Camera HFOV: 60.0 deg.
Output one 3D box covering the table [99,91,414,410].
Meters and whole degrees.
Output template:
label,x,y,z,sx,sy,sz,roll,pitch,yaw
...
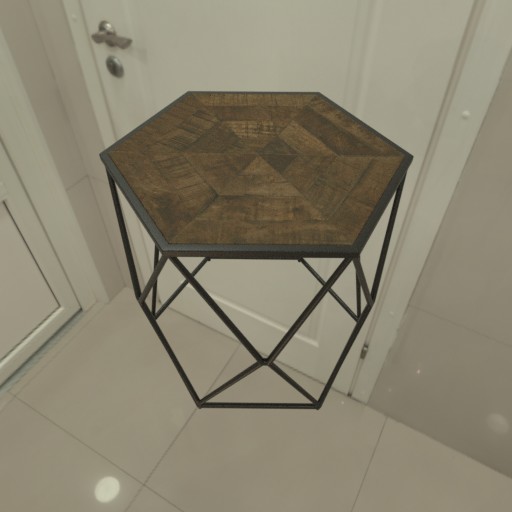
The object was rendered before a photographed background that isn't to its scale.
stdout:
label,x,y,z,sx,sy,sz,roll,pitch,yaw
table,0.000,0.000,1.046,0.579,0.564,0.578,23,51,20
